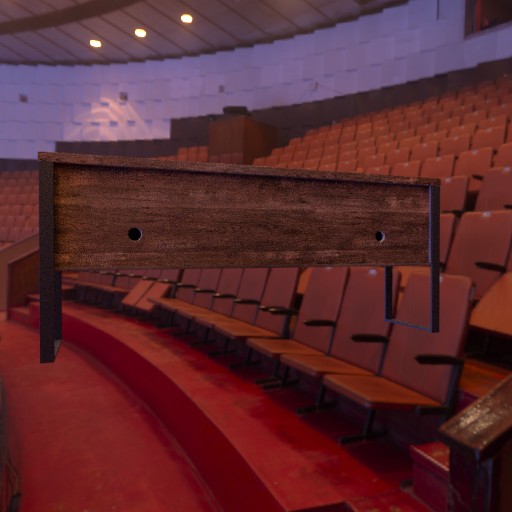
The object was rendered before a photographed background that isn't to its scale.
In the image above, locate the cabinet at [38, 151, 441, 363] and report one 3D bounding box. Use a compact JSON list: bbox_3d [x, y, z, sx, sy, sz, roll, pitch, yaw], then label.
[{"bbox_3d":[0.000,0.000,2.078,1.800,0.762,0.395,0,1,-20],"label":"cabinet"}]
